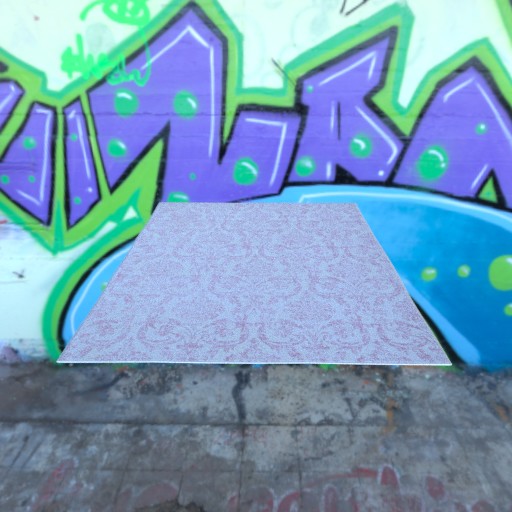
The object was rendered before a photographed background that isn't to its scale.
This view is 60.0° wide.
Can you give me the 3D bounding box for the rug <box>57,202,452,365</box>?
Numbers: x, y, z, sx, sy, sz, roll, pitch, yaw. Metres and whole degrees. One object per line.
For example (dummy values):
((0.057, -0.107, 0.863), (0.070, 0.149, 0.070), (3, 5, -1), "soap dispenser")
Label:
((0.000, 0.000, 3.989), (2.363, 0.012, 2.980), (0, 25, 1), "rug")
